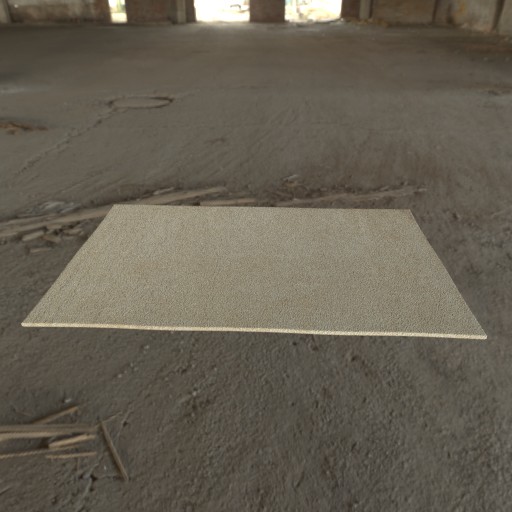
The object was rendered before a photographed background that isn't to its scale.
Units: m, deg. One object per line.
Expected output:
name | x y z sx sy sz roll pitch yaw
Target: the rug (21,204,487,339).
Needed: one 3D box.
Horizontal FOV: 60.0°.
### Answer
rug | 0.000 0.000 2.879 2.346 0.025 1.500 1 31 2
